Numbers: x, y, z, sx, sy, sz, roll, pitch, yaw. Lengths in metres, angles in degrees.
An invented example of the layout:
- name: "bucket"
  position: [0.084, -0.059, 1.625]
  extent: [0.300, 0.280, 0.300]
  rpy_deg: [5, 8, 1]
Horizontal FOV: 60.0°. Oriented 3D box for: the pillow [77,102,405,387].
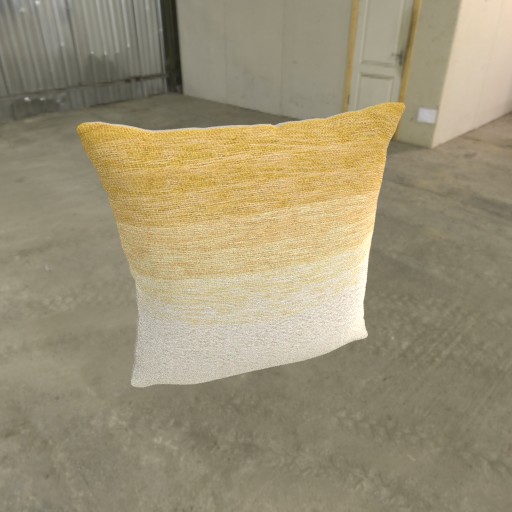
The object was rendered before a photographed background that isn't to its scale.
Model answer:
- name: "pillow"
  position: [0.000, 0.000, 0.702]
  extent: [0.450, 0.450, 0.211]
  rpy_deg: [-9, 33, -14]
